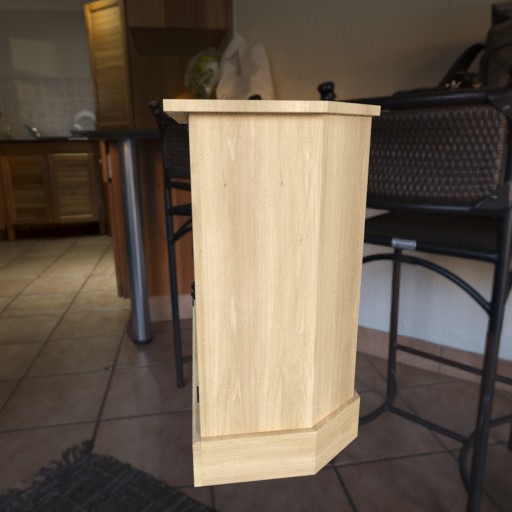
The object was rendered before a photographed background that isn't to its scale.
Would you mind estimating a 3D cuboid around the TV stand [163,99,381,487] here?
[{"bbox_3d":[0.000,0.000,1.267,0.425,0.781,0.851,-2,15,-8],"label":"TV stand"}]
